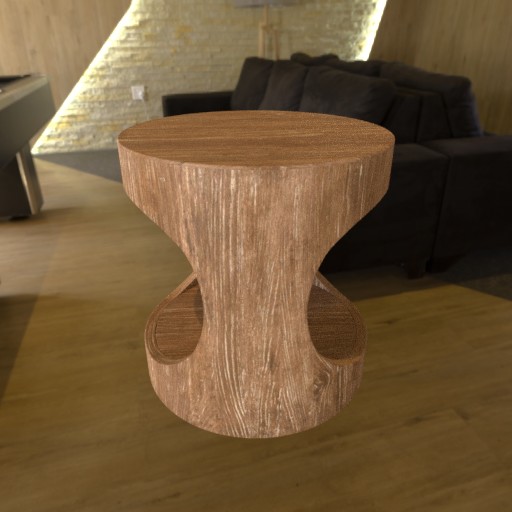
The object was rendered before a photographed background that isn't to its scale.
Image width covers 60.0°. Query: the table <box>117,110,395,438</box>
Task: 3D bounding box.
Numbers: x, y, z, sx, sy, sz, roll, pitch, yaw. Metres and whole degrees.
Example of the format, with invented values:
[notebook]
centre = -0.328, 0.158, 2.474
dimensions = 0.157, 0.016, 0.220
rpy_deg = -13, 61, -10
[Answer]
[table]
centre = 0.000, 0.000, 0.995
dimensions = 0.527, 0.551, 0.527
rpy_deg = 0, 27, 0
